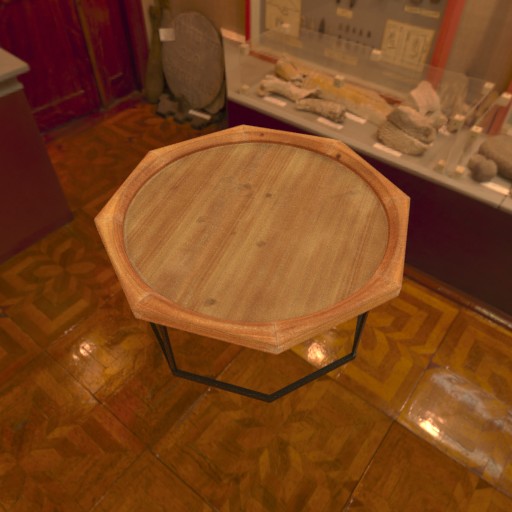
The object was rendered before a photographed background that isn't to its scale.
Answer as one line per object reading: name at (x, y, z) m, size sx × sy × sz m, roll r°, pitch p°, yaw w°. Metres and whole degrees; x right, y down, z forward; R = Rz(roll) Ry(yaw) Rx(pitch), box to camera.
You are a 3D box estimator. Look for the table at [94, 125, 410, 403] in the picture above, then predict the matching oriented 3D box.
table at (0.000, 0.000, 1.558) m, size 1.002 × 0.444 × 1.002 m, roll 0°, pitch 47°, yaw 0°
